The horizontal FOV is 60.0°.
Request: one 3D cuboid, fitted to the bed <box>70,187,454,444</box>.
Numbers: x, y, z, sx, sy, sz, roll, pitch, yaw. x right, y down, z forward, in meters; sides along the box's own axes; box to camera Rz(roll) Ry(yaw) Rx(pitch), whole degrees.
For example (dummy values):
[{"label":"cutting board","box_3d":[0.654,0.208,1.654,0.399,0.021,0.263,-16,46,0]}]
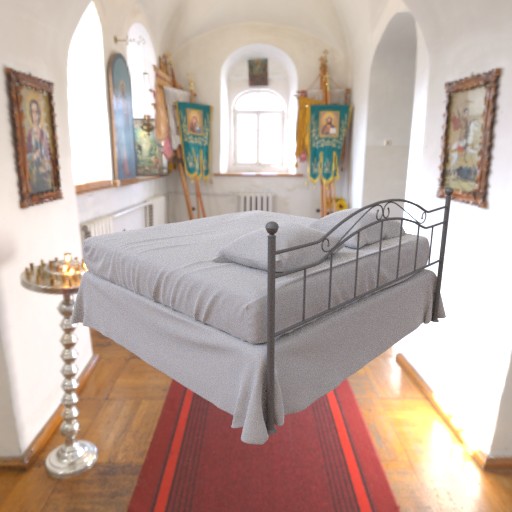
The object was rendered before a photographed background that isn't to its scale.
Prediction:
[{"label":"bed","box_3d":[0.000,0.000,3.503,2.220,1.080,2.309,14,20,43]}]
